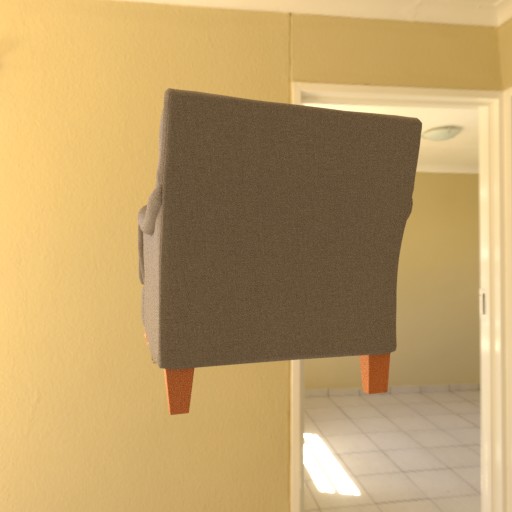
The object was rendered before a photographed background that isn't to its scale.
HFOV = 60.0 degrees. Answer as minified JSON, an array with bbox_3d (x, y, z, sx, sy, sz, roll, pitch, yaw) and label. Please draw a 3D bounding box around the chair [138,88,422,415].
[{"bbox_3d":[0.000,0.000,1.873,0.955,1.038,1.070,0,-1,-18],"label":"chair"}]
